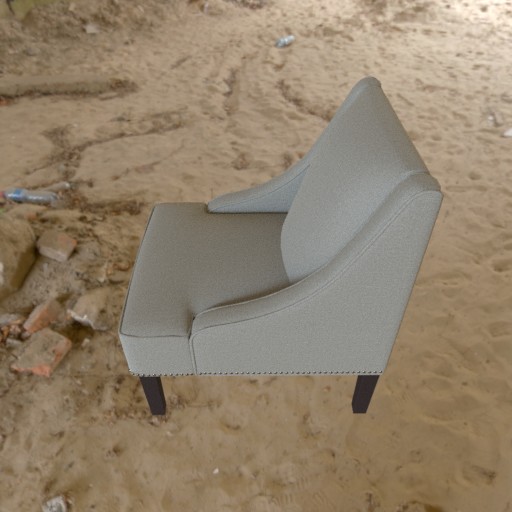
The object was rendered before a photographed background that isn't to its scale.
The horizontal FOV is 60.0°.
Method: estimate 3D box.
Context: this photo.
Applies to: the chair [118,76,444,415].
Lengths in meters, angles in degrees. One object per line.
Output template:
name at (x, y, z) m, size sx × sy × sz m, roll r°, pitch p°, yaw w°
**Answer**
chair at (0.000, 0.000, 1.350) m, size 0.737 × 0.864 × 0.610 m, roll 0°, pitch 42°, yaw 0°
